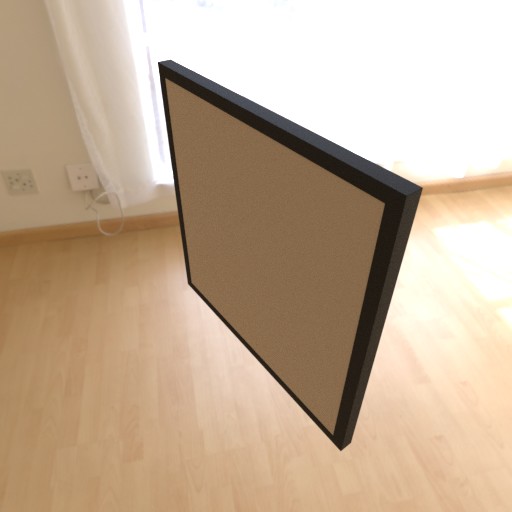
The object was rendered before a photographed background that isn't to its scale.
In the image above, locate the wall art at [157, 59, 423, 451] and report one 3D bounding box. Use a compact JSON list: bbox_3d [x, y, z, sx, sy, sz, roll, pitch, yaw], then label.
[{"bbox_3d":[0.000,0.000,0.447,0.015,0.304,0.306,-26,47,-27],"label":"wall art"}]
